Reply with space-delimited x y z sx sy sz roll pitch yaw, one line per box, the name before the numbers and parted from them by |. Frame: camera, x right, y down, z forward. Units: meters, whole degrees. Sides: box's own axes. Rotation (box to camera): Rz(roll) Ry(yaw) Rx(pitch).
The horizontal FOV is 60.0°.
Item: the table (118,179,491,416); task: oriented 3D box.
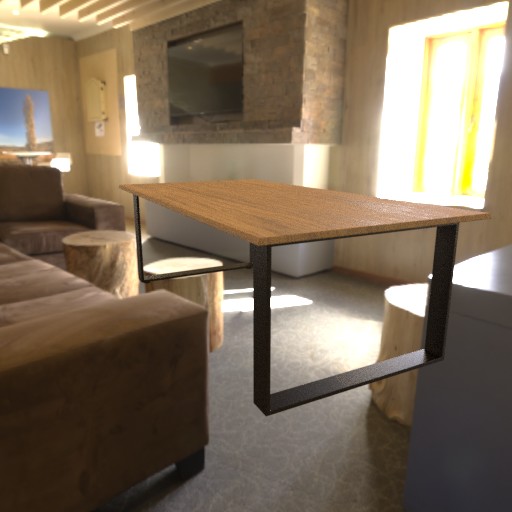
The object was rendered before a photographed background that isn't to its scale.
table | 0.000 0.000 1.626 0.693 0.445 1.331 -7 16 -27
